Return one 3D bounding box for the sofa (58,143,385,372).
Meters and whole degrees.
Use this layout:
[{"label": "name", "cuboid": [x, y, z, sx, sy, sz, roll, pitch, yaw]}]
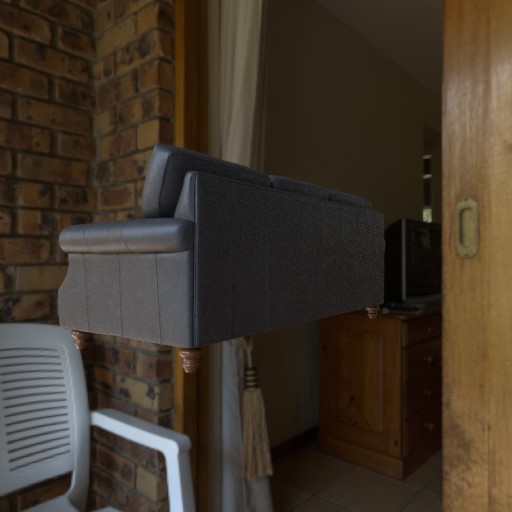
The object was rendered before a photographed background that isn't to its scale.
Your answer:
[{"label": "sofa", "cuboid": [0.000, 0.000, 2.936, 0.974, 0.977, 2.387, 0, 0, 36]}]
